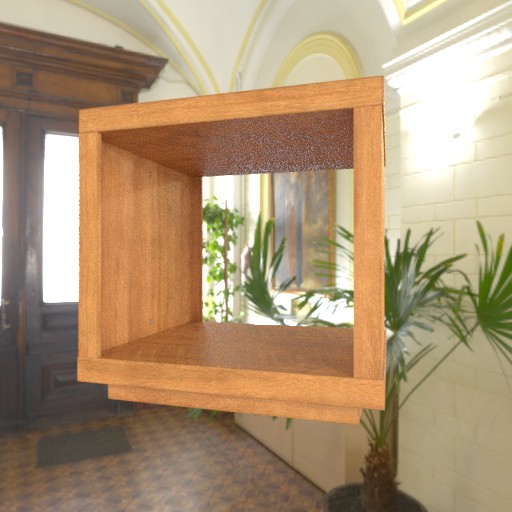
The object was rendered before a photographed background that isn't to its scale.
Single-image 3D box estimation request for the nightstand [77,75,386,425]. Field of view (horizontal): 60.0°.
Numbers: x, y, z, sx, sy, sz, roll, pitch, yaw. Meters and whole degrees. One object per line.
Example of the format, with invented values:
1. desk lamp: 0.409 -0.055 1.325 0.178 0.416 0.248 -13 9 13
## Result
1. nightstand: 0.000 0.000 0.877 0.493 0.491 0.436 0 0 17
